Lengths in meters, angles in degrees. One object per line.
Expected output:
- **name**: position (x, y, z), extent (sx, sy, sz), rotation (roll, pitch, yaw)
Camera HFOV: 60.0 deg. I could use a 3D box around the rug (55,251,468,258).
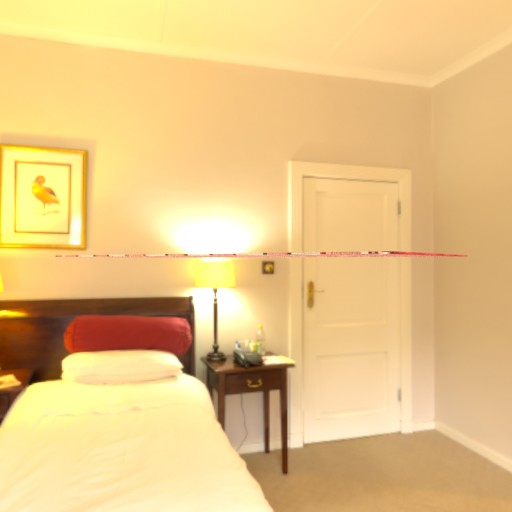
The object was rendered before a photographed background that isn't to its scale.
- **rug**: position (0.000, 0.000, 3.081), extent (2.431, 0.010, 1.535), rotation (0, -1, 35)
